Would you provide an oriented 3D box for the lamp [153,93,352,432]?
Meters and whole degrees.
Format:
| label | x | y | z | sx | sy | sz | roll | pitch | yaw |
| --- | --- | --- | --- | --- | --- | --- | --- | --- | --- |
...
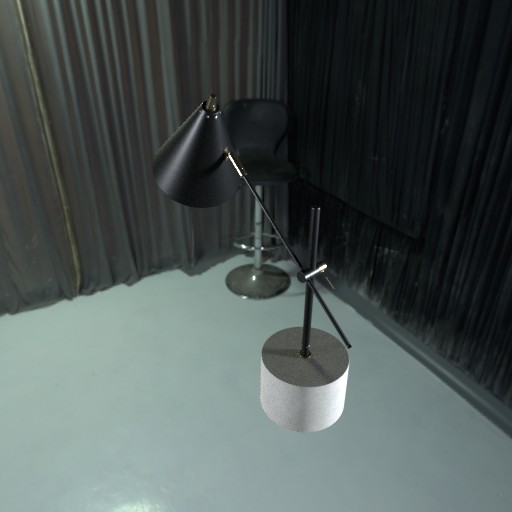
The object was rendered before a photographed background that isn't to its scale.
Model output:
| label | x | y | z | sx | sy | sz | roll | pitch | yaw |
| --- | --- | --- | --- | --- | --- | --- | --- | --- | --- |
| lamp | 0.000 | 0.000 | 0.747 | 0.214 | 0.518 | 0.403 | -18 | 35 | -29 |
